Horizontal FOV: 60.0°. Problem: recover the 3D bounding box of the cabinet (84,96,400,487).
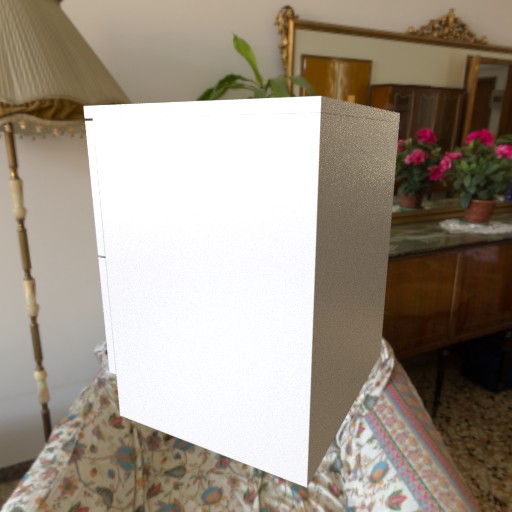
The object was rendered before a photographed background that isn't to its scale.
[{"bbox_3d":[0.000,0.000,0.752,0.360,0.470,0.400,8,17,27],"label":"cabinet"}]
